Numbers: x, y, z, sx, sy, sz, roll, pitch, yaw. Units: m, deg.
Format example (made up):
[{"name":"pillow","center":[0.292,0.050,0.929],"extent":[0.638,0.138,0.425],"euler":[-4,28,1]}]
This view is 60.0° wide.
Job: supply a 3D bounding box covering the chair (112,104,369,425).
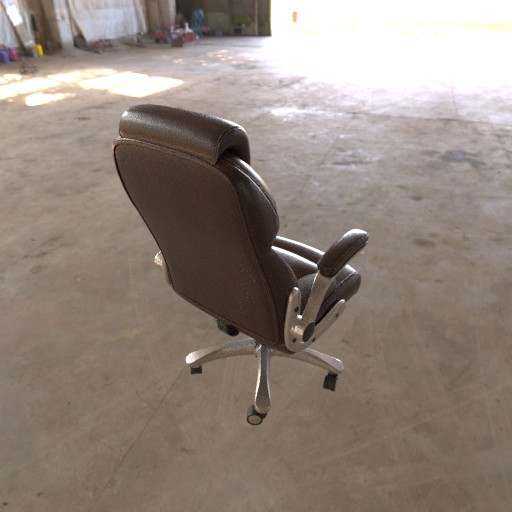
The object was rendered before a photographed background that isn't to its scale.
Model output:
[{"name":"chair","center":[0.000,0.000,1.652],"extent":[0.733,1.160,0.774],"euler":[22,37,33]}]
